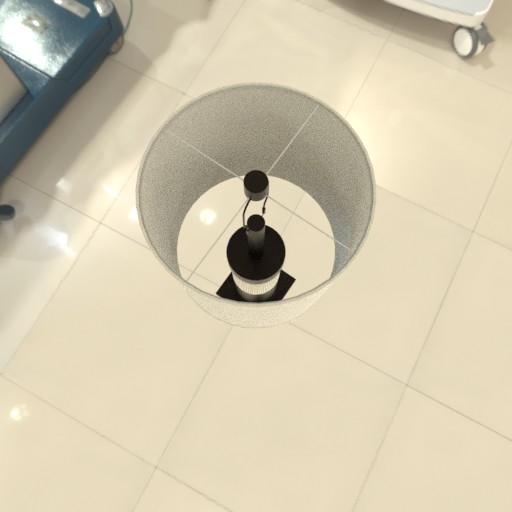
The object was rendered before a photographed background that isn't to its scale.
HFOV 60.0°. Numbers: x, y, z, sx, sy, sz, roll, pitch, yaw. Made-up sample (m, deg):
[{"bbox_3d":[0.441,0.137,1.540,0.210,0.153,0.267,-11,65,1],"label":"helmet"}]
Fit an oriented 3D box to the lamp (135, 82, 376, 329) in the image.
[{"bbox_3d":[0.000,0.000,0.620,0.211,0.509,0.211,34,78,8],"label":"lamp"}]
